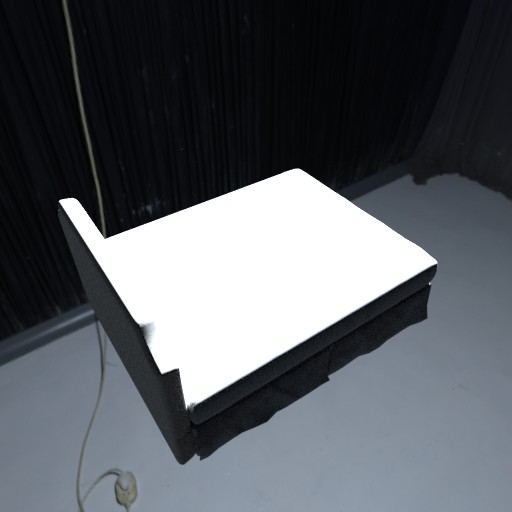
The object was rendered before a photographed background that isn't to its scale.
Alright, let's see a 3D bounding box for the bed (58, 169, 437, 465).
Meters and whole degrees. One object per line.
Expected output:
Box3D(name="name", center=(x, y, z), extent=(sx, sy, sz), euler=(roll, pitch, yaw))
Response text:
Box3D(name="bed", center=(0.000, 0.000, 3.671), extent=(2.498, 1.293, 1.977), euler=(-25, 47, -25))
